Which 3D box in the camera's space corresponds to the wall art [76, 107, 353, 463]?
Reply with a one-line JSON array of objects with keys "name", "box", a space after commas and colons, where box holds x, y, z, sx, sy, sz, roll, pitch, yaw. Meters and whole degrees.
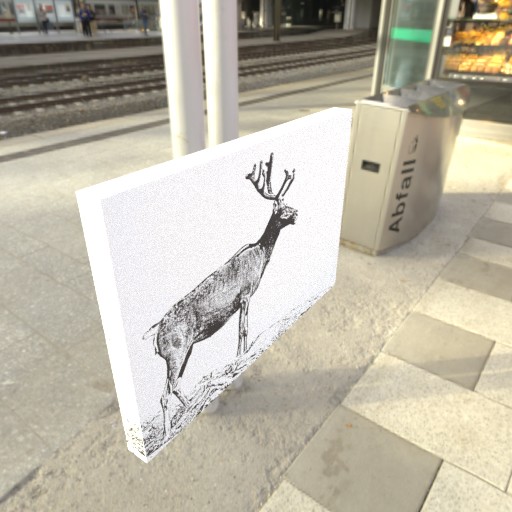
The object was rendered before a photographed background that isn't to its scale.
[{"name": "wall art", "box": [0.000, 0.000, 0.781, 0.042, 0.414, 0.608, 19, 34, 31]}]
